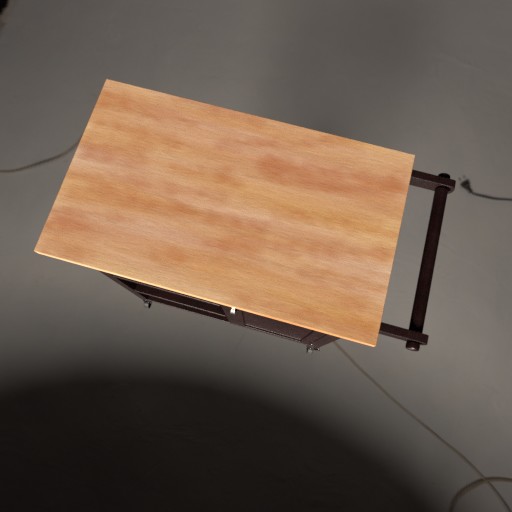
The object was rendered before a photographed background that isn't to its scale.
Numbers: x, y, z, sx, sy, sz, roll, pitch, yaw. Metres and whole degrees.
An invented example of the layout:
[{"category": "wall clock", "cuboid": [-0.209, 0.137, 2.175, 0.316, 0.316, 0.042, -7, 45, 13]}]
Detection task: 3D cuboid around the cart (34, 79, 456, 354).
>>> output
[{"category": "cart", "cuboid": [0.000, 0.000, 1.454, 0.914, 0.878, 0.472, 15, 76, 4]}]
